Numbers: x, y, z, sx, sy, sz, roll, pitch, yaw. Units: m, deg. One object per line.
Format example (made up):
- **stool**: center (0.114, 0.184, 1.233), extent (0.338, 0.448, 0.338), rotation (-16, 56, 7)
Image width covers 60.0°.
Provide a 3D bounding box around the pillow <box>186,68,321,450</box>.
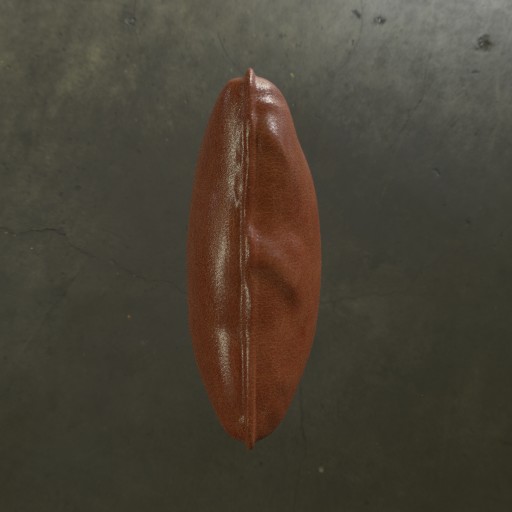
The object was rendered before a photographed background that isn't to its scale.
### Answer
- **pillow**: center (0.000, 0.000, 0.837), extent (0.236, 0.523, 0.532), rotation (0, 90, 1)
